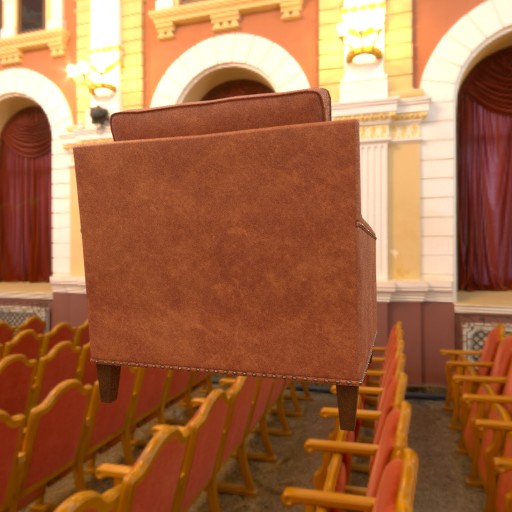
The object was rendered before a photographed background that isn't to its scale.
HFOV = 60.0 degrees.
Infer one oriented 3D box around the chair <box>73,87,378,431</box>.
[{"bbox_3d":[0.000,0.000,1.679,0.853,0.943,1.014,0,0,18],"label":"chair"}]
